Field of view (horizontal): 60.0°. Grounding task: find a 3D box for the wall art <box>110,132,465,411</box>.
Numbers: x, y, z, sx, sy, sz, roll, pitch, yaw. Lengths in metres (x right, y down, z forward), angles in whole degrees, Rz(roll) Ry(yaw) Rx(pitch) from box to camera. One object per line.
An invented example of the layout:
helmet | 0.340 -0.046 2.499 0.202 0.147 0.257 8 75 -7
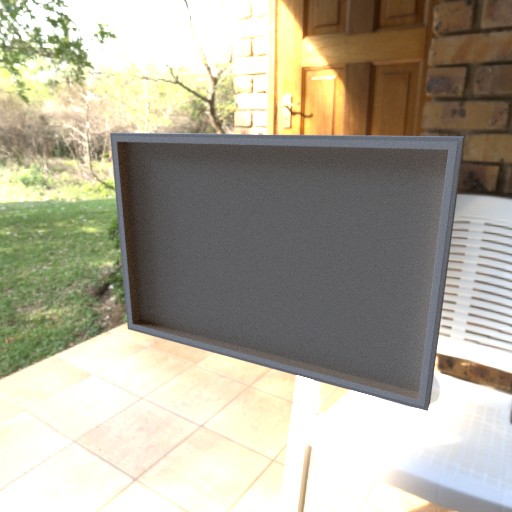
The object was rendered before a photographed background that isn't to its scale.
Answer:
wall art | 0.000 0.000 1.154 0.915 0.610 0.038 9 19 27
